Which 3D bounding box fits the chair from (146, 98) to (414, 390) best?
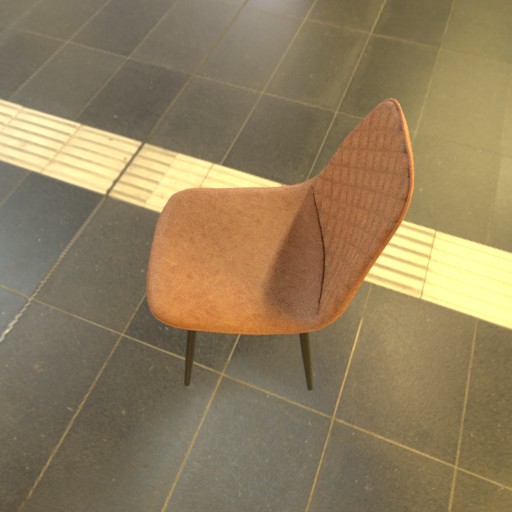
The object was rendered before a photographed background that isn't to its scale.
[{"bbox_3d":[0.000,0.000,1.185,0.561,0.889,0.472,2,59,1],"label":"chair"}]
